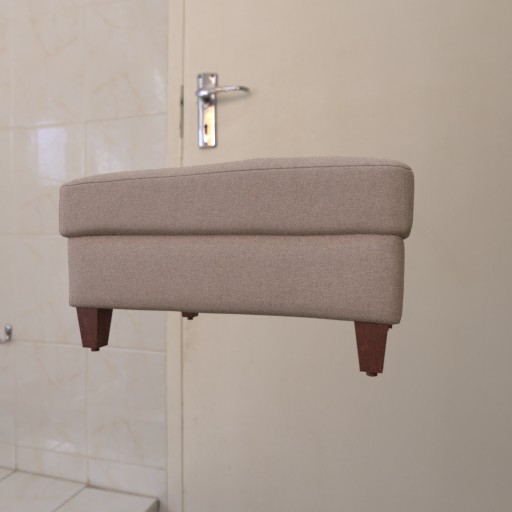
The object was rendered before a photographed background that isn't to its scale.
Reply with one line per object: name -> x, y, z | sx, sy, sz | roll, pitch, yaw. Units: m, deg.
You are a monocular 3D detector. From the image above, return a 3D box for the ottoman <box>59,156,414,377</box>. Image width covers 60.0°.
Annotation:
ottoman -> 0.000, 0.000, 1.352 | 0.902, 0.511, 0.692 | 0, 1, 19
